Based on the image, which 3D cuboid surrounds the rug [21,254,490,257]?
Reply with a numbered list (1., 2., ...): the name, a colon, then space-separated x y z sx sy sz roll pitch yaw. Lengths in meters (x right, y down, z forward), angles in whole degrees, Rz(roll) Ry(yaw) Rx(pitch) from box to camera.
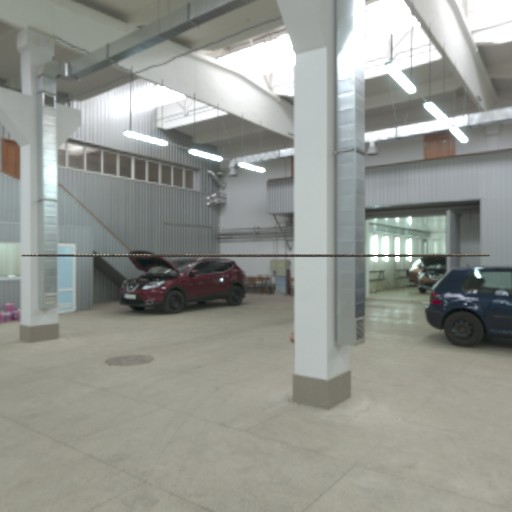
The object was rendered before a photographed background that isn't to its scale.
1. rug: 0.000 0.000 3.056 2.435 0.011 1.517 0 0 1
